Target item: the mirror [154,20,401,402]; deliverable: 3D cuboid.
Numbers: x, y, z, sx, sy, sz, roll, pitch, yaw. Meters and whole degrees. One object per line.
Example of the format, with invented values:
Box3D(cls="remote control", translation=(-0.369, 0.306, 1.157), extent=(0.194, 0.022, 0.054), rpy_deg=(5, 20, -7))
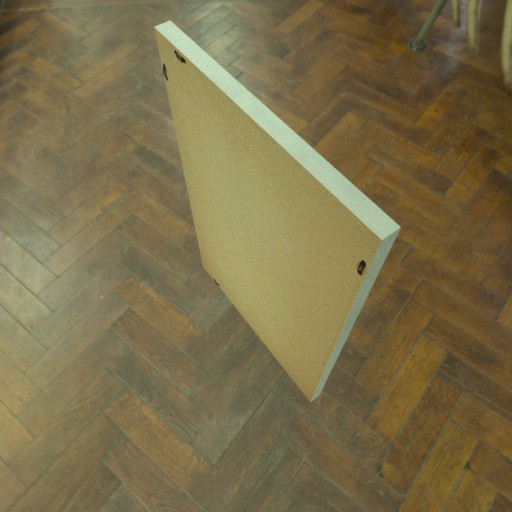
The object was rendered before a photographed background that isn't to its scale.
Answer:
Box3D(cls="mirror", translation=(0.000, 0.000, 1.116), extent=(0.041, 0.915, 0.609), rpy_deg=(-33, 64, -18))
